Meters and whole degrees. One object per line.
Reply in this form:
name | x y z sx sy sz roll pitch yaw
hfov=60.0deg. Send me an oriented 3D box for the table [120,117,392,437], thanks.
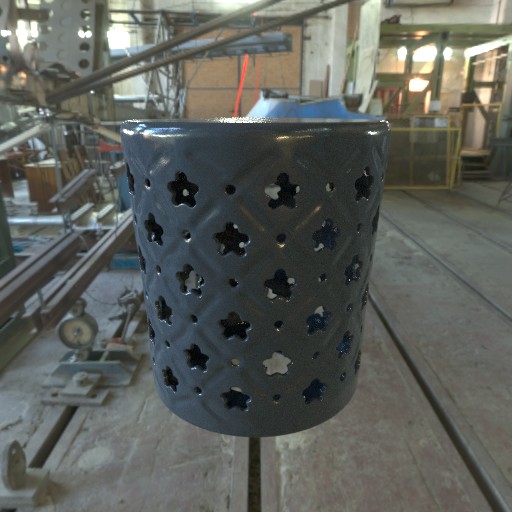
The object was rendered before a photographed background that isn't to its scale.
table | 0.000 0.000 0.650 0.352 0.387 0.352 0 18 0
